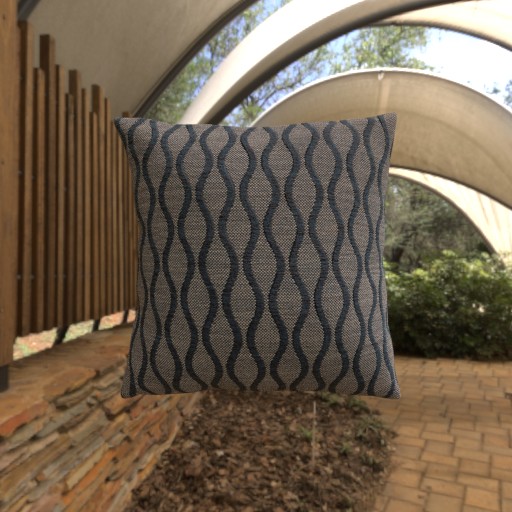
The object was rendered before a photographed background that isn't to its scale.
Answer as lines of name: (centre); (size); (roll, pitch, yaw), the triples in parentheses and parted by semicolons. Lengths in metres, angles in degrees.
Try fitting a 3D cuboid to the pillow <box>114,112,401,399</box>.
pillow: (0.000, 0.000, 0.669); (0.435, 0.435, 0.159); (0, -1, 0)
